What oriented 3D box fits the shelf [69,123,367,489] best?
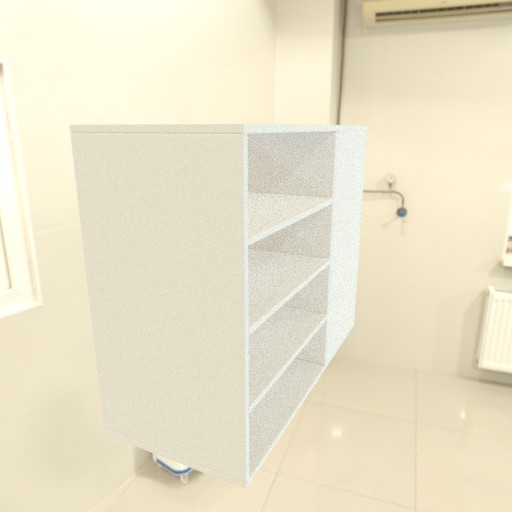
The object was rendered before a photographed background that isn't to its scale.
[{"bbox_3d":[0.000,0.000,1.291,0.396,0.732,0.895,8,18,25],"label":"shelf"}]
